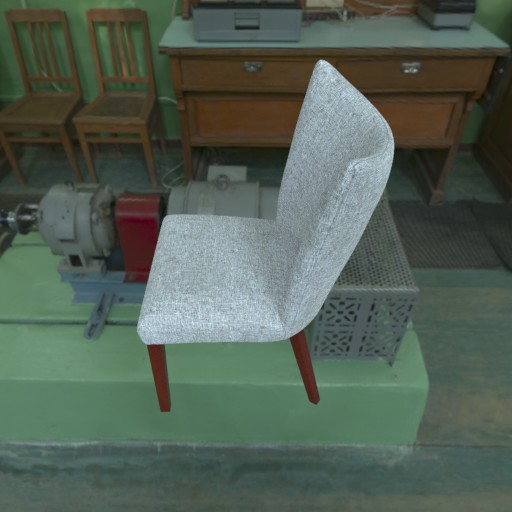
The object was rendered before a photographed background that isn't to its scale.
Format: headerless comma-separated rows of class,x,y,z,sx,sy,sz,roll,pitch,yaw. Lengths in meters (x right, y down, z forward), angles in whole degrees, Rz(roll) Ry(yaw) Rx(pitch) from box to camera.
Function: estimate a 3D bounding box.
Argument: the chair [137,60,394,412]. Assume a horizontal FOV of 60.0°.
chair,0.000,0.000,1.283,0.623,0.924,0.535,0,42,0
